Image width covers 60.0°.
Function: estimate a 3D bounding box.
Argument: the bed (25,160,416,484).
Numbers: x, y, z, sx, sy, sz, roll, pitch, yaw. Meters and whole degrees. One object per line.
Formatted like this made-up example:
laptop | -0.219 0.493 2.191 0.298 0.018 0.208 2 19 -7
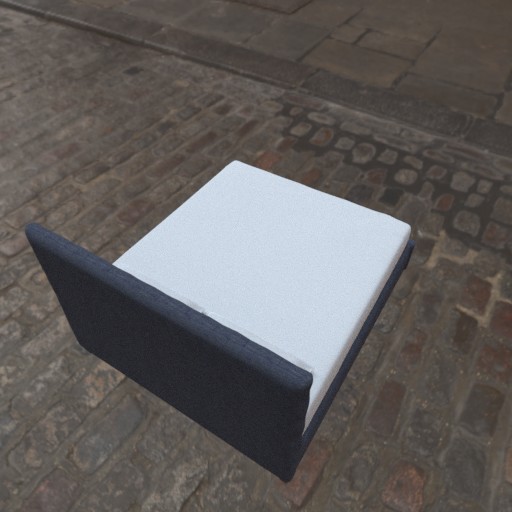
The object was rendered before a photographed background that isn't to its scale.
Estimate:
bed | 0.000 0.000 3.630 2.078 1.427 2.387 25 51 22
